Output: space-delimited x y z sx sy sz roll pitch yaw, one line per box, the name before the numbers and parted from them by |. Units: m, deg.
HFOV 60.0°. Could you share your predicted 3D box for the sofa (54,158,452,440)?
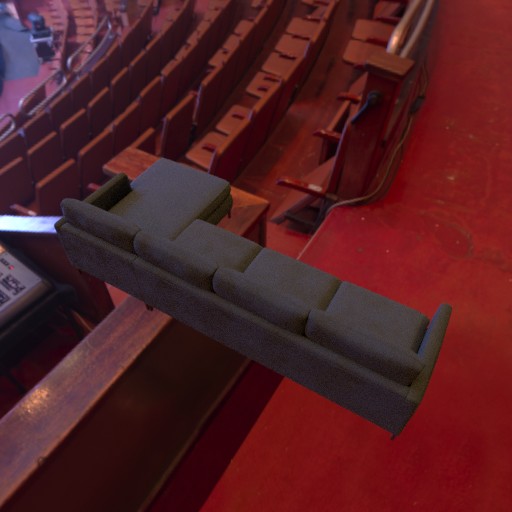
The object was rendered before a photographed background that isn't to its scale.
sofa | 0.000 0.000 3.237 2.725 0.756 1.255 23 52 20
